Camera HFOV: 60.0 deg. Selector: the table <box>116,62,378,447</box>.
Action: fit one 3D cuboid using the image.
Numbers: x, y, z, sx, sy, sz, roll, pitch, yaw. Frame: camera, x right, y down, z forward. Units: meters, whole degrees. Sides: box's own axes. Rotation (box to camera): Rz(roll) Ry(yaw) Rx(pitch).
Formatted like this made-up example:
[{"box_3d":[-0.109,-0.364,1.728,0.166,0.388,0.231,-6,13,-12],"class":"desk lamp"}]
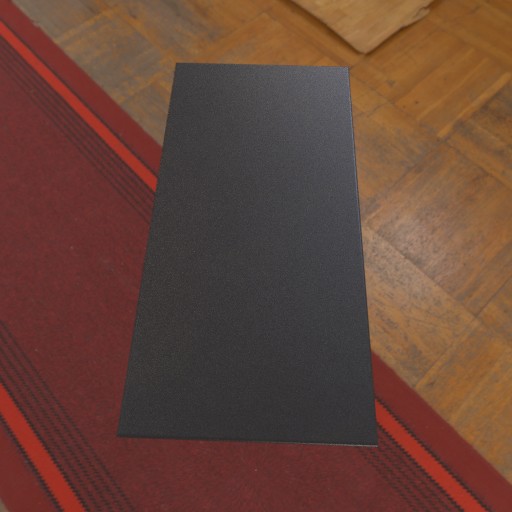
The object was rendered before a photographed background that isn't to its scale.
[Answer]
[{"box_3d":[0.000,0.000,1.394,0.550,0.510,1.107,2,64,1],"class":"table"}]
